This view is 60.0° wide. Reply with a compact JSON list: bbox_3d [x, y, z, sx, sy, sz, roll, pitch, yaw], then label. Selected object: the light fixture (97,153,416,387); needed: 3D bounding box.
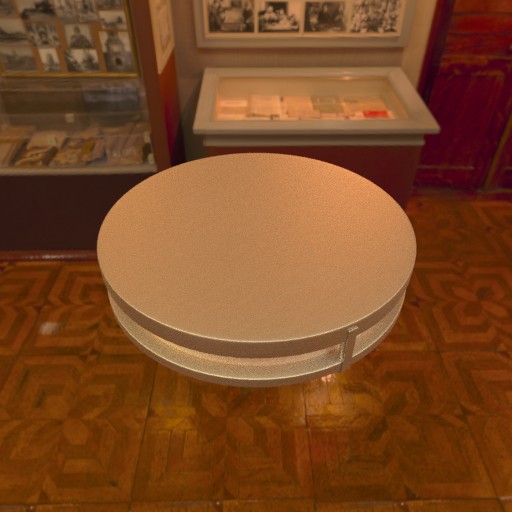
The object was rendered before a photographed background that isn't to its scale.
[{"bbox_3d":[0.000,0.000,0.541,0.356,0.102,0.356,0,39,0],"label":"light fixture"}]
